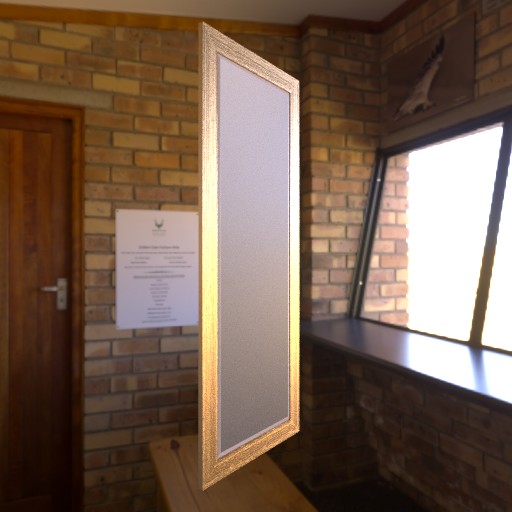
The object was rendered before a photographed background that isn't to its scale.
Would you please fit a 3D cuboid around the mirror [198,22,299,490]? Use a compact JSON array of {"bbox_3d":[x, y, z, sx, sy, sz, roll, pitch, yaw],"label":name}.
[{"bbox_3d":[0.000,0.000,2.255,0.025,2.031,0.812,0,0,36],"label":"mirror"}]
